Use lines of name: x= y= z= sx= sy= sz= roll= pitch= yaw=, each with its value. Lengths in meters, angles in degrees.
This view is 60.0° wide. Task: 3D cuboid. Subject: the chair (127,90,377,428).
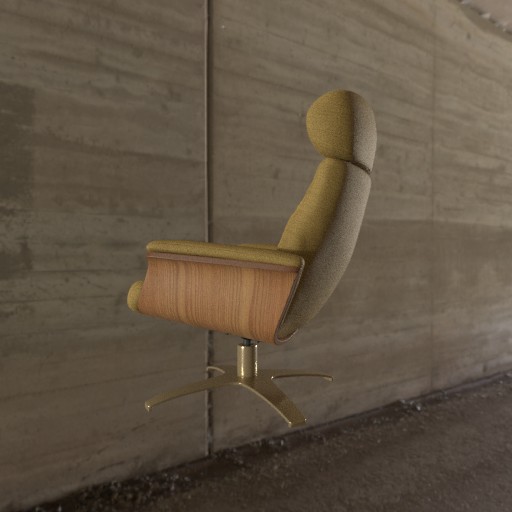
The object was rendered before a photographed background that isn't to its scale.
chair: x=0.000 y=0.000 z=1.597 sx=0.837 sy=0.995 sz=0.785 roll=0 pitch=1 yaw=19
